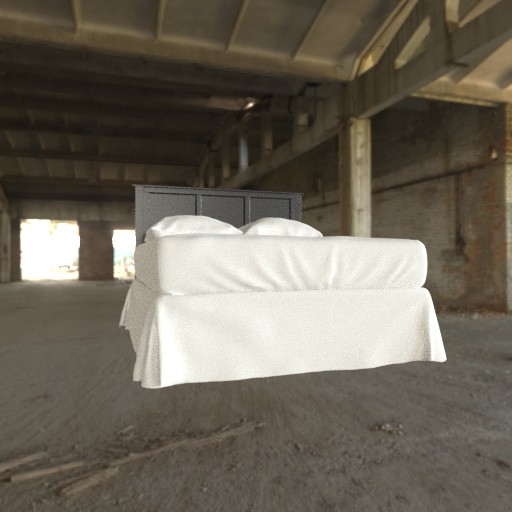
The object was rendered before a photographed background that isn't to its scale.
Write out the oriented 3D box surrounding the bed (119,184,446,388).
[{"bbox_3d":[0.000,0.000,3.250,1.870,1.270,2.050,0,0,-19],"label":"bed"}]
